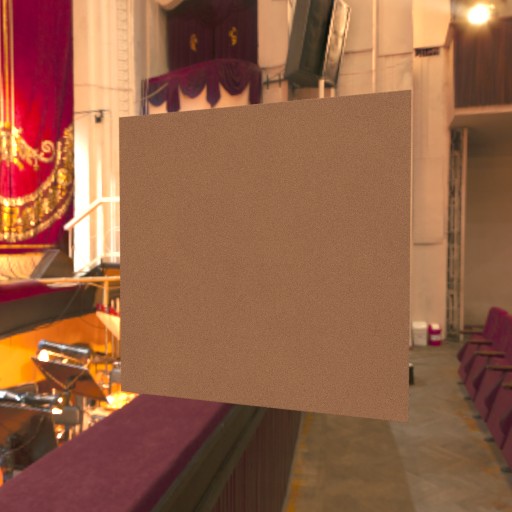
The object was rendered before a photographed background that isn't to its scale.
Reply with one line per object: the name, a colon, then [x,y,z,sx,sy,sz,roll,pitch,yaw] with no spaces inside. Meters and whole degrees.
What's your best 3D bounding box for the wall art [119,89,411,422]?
wall art: [0.000,0.000,0.467,0.305,0.305,0.038,0,1,17]
